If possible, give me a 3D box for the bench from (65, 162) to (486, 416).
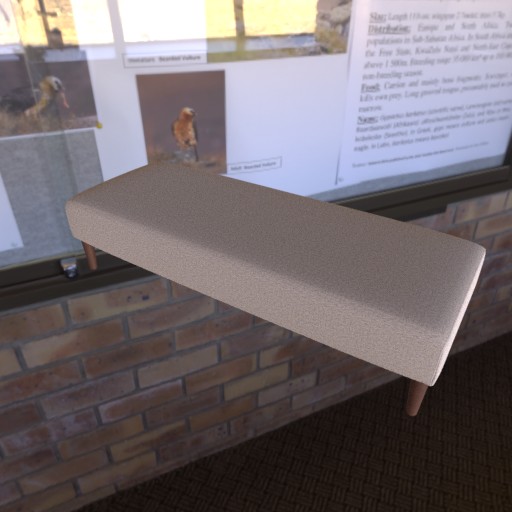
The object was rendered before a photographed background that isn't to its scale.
[{"bbox_3d":[0.000,0.000,1.825,1.598,0.383,0.631,19,37,28],"label":"bench"}]
